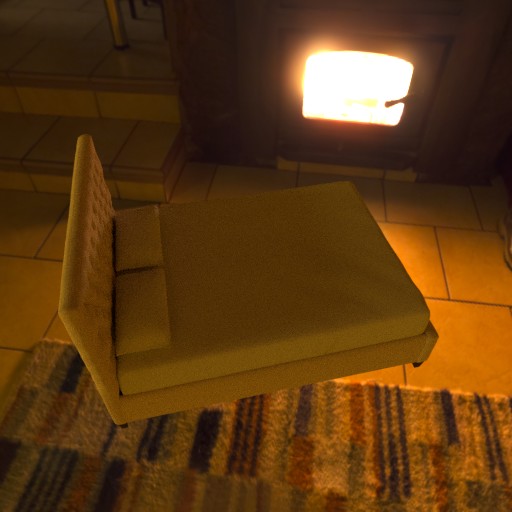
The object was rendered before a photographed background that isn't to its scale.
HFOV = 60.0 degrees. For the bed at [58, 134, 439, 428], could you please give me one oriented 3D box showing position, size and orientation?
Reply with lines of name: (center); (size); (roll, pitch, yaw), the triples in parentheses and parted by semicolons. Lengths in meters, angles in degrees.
bed: (0.000, 0.000, 3.410); (2.387, 1.427, 1.698); (-9, 47, -8)
